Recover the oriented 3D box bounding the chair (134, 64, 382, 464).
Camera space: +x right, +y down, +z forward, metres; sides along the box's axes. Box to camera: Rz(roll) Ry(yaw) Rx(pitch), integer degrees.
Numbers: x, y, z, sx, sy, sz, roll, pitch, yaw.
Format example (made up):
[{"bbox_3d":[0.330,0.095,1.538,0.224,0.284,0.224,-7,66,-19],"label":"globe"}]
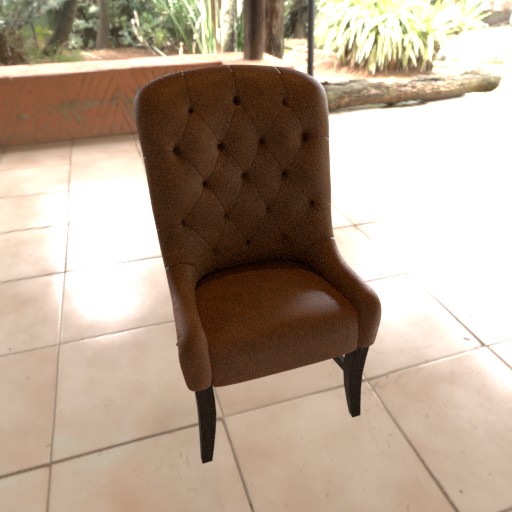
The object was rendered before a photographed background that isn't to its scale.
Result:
[{"bbox_3d":[0.000,0.000,1.461,0.634,1.091,0.629,-10,34,-16],"label":"chair"}]
